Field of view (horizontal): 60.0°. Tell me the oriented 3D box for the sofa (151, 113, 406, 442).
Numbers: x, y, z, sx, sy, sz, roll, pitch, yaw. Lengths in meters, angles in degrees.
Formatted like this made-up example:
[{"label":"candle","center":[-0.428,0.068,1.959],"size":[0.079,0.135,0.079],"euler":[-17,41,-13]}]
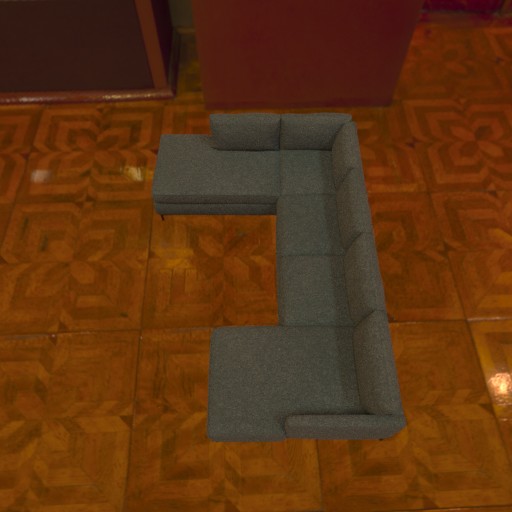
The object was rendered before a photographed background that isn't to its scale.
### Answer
[{"label":"sofa","center":[0.000,0.000,3.847],"size":[2.007,0.813,2.956],"euler":[0,59,0]}]
